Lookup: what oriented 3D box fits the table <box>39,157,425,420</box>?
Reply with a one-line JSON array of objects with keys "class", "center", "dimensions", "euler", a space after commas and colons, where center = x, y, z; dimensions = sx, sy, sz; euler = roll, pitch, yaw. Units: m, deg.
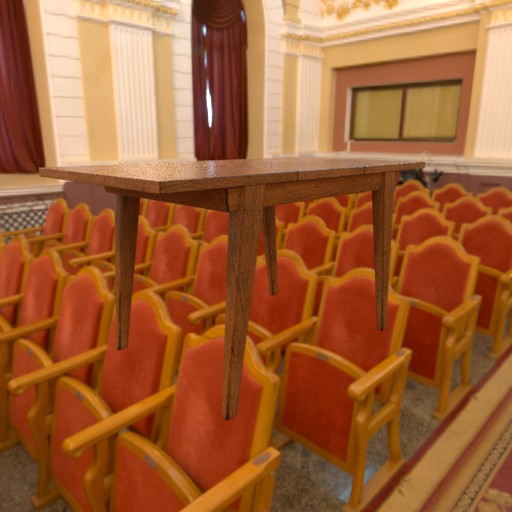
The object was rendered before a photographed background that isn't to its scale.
[{"class": "table", "center": [0.000, 0.000, 1.871], "dimensions": [0.757, 0.760, 1.400], "euler": [14, 20, 43]}]
